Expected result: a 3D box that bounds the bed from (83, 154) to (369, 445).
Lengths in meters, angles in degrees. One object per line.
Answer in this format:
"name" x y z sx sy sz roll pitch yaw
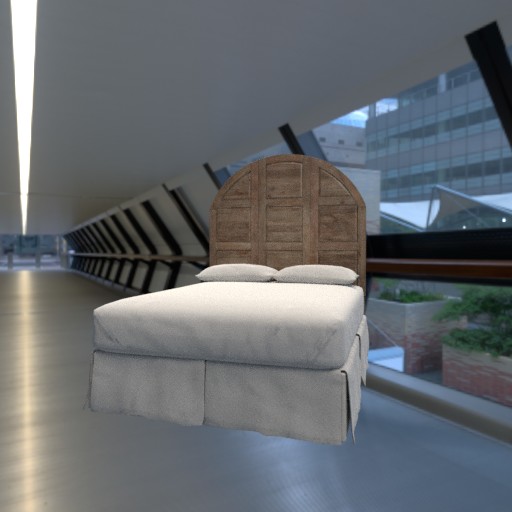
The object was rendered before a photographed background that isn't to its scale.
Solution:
"bed" 0.000 0.000 3.539 1.713 2.002 2.112 0 2 17
